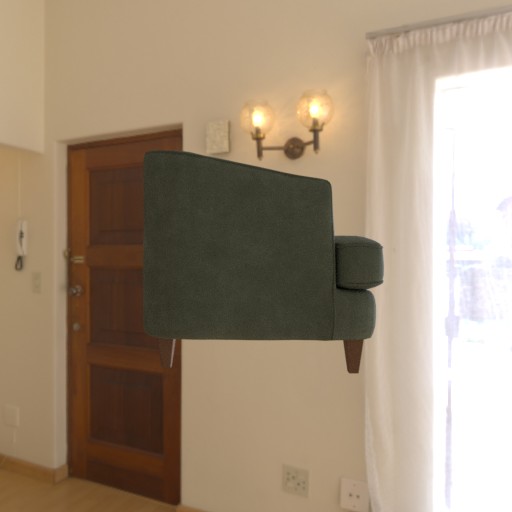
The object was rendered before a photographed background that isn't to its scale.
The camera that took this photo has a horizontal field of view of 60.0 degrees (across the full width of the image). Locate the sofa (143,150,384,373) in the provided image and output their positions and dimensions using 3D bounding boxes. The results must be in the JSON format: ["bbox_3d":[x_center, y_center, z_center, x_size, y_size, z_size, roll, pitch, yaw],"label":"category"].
[{"bbox_3d":[0.000,0.000,2.692,0.941,0.855,2.278,0,0,0],"label":"sofa"}]
